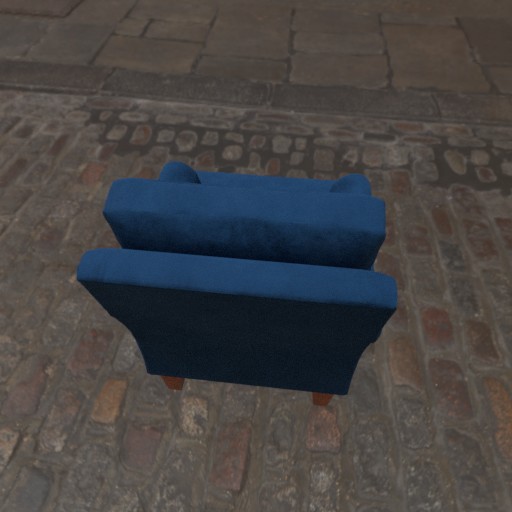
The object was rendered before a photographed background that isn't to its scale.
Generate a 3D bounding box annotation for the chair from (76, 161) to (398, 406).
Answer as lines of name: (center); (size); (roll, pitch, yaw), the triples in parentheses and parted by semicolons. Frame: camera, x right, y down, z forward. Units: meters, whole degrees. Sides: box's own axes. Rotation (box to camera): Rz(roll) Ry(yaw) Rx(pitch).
chair: (0.000, 0.000, 1.798); (0.895, 1.076, 1.078); (5, 47, 5)
